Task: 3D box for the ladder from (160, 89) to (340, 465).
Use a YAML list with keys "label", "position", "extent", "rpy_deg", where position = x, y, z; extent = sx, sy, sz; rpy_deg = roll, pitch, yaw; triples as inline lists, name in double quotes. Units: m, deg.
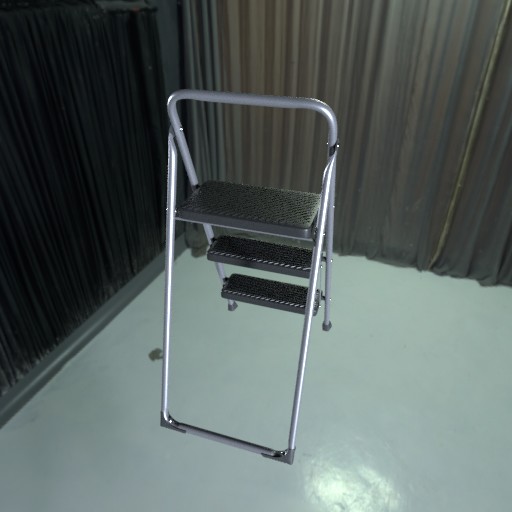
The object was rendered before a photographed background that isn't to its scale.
- label: "ladder"
  position: [0.000, 0.000, 1.294]
  extent: [0.430, 0.945, 0.629]
  rpy_deg: [10, 34, 15]
